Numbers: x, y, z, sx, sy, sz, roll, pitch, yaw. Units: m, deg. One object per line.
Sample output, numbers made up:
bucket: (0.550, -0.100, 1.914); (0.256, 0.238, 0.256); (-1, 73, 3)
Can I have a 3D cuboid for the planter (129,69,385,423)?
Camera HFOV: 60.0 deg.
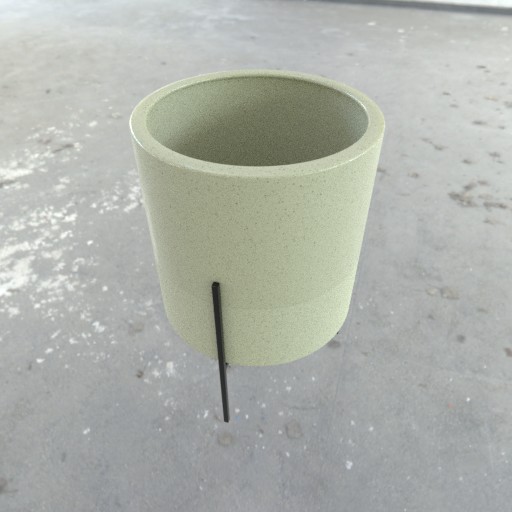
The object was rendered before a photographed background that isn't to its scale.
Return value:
planter: (0.000, 0.000, 0.705); (0.314, 0.475, 0.323); (12, 42, 14)
